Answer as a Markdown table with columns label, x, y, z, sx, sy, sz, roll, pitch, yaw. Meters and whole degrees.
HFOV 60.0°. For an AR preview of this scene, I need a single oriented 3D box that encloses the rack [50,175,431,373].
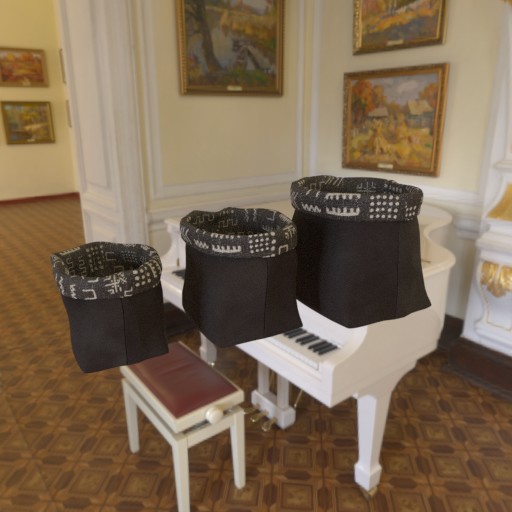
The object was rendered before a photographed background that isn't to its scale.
| label | x | y | z | sx | sy | sz | roll | pitch | yaw |
| --- | --- | --- | --- | --- | --- | --- | --- | --- | --- |
| rack | 0.000 | 0.000 | 1.085 | 0.905 | 0.323 | 0.379 | -9 | 20 | -25 |
